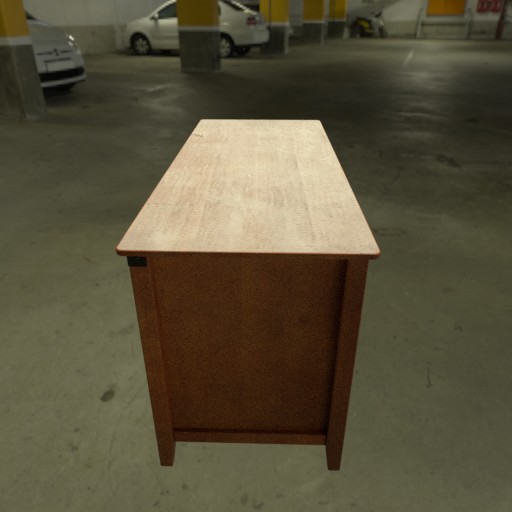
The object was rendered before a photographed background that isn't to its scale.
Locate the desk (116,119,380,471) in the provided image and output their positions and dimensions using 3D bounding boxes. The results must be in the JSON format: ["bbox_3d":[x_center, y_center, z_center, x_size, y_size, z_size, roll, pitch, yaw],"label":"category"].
[{"bbox_3d":[0.000,0.000,1.719,0.574,0.756,1.353,1,29,1],"label":"desk"}]
